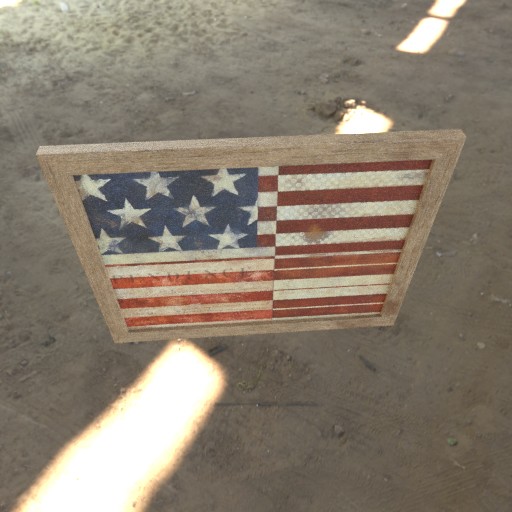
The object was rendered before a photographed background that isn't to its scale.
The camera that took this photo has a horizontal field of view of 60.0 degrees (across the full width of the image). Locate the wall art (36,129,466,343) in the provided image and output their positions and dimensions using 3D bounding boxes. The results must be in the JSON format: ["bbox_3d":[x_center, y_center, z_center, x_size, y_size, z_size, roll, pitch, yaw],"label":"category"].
[{"bbox_3d":[0.000,0.000,0.909,0.690,0.535,0.026,-3,46,-3],"label":"wall art"}]
